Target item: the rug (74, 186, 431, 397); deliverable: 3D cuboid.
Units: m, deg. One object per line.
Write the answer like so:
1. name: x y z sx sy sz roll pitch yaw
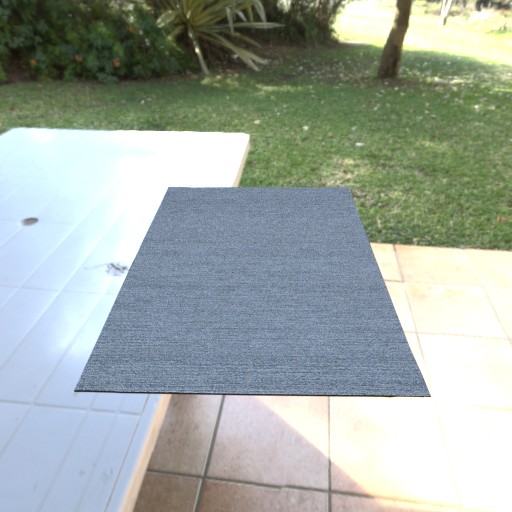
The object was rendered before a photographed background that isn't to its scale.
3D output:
1. rug: 0.000 0.000 2.976 1.616 0.030 2.338 1 32 1
